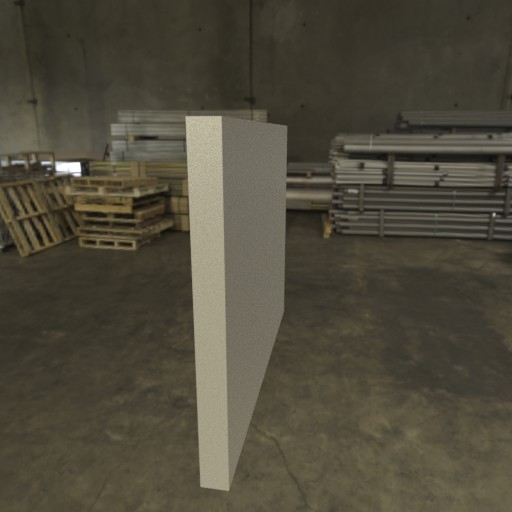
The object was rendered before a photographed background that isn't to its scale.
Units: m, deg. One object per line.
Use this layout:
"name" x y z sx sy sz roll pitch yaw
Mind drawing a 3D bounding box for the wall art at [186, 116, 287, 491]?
"wall art" 0.000 0.000 1.393 0.066 0.801 1.056 3 16 10
